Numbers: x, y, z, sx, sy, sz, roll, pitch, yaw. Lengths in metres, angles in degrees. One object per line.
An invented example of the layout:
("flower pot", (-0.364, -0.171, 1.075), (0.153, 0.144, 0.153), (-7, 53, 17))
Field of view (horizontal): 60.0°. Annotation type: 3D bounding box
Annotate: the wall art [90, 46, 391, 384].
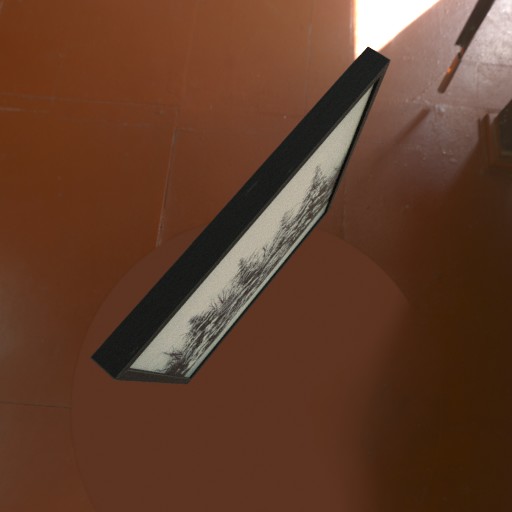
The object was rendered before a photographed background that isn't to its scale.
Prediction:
("wall art", (0.000, 0.000, 0.755), (0.036, 0.506, 0.506), (38, 77, 10))
